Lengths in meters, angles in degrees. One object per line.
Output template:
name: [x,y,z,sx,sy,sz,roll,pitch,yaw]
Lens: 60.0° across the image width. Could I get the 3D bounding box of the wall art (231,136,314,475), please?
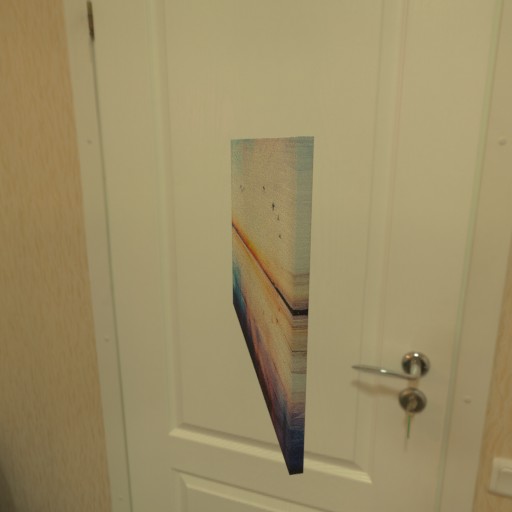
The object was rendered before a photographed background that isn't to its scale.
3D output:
wall art: [0.000,0.000,0.783,0.018,0.402,0.604,-2,15,-9]
